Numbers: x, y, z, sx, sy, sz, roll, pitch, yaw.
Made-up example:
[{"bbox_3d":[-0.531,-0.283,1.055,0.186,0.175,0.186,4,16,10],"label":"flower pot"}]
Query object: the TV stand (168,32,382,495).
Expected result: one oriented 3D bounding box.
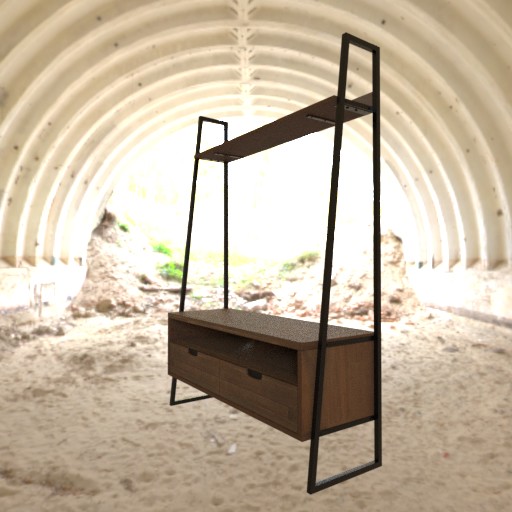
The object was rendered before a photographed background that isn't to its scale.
[{"bbox_3d":[0.000,0.000,2.263,0.432,1.772,1.250,1,-1,-35],"label":"TV stand"}]
